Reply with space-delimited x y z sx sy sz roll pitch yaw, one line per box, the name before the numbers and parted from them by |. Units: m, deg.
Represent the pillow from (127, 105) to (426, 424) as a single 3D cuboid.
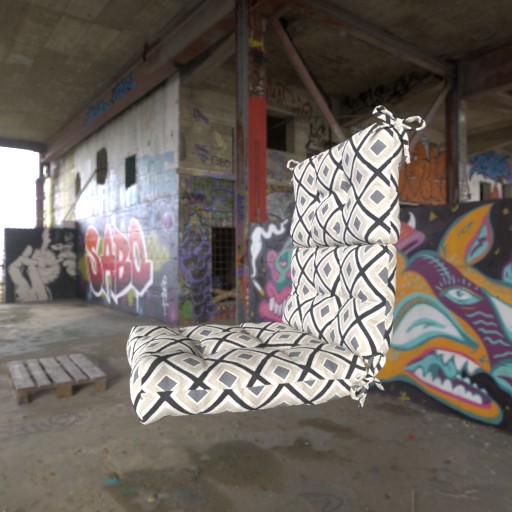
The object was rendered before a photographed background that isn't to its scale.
pillow | 0.000 0.000 1.031 0.571 0.605 0.519 0 0 -17
